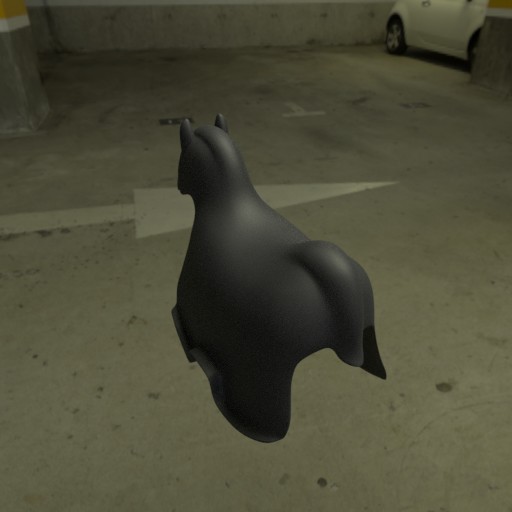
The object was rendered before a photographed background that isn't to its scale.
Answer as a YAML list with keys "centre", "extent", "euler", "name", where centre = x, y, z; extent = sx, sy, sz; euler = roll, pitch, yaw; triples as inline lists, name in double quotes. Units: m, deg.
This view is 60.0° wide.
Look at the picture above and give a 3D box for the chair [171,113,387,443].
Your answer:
- centre: [0.000, 0.000, 1.166]
  extent: [0.429, 0.612, 0.800]
  euler: [-18, 36, -27]
  name: "chair"
